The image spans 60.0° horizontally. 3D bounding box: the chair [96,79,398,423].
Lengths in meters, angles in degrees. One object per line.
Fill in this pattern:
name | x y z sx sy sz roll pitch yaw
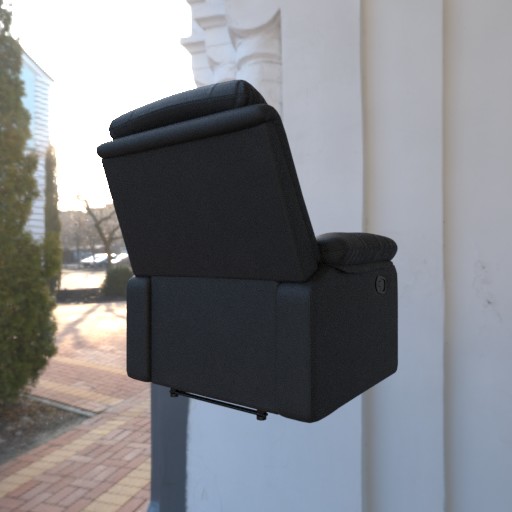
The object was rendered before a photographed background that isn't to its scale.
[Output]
chair | 0.000 0.000 1.654 0.855 0.992 0.919 0 0 36
